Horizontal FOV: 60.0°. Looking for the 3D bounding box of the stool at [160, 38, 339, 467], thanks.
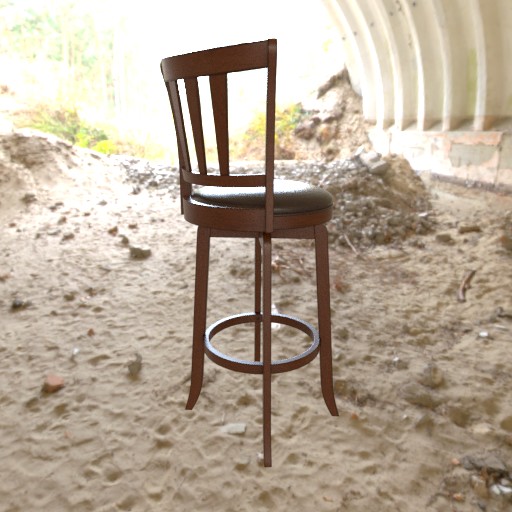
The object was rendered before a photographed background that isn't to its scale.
[{"bbox_3d":[0.000,0.000,1.421,0.503,1.177,0.464,-15,22,-43],"label":"stool"}]
